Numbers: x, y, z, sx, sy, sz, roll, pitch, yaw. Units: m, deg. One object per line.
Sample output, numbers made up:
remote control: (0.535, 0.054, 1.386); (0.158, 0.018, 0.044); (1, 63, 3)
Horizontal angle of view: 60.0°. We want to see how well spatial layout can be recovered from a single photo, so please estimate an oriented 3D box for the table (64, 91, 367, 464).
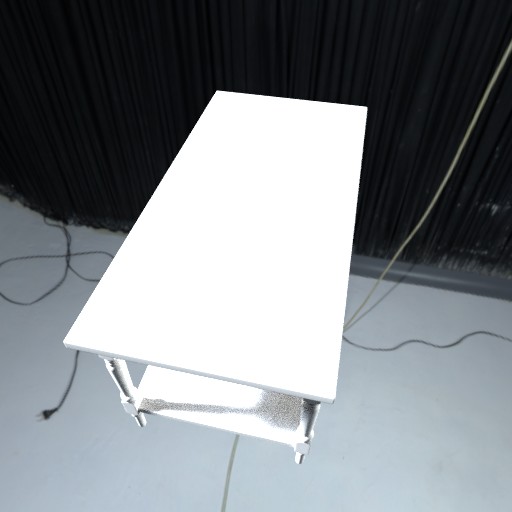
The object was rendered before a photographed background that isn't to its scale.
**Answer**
table: (0.000, 0.000, 1.410); (0.550, 0.510, 1.107); (9, 47, 9)
